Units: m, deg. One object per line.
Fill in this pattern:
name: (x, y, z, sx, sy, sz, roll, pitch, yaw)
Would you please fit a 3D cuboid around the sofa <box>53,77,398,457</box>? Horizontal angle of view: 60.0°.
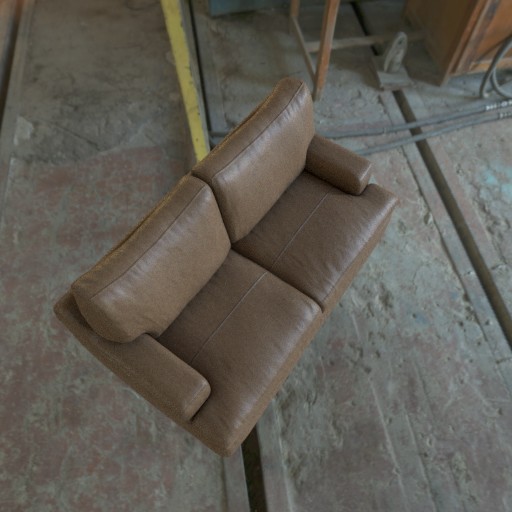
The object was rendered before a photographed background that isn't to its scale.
sofa: (0.000, 0.000, 2.469, 0.962, 0.980, 1.855, 32, 65, 17)
